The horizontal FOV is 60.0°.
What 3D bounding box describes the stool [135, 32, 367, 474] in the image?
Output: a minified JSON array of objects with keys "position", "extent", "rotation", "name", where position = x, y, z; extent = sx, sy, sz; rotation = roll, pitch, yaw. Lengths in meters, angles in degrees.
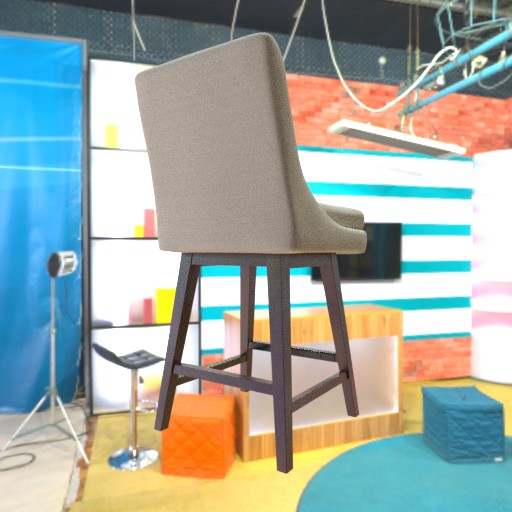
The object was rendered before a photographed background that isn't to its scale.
[{"position":[0.000,0.000,1.289],"extent":[0.483,0.991,0.559],"rotation":[1,1,35],"name":"stool"}]
